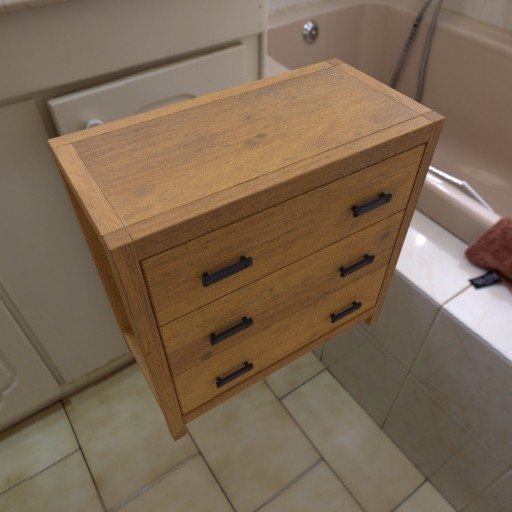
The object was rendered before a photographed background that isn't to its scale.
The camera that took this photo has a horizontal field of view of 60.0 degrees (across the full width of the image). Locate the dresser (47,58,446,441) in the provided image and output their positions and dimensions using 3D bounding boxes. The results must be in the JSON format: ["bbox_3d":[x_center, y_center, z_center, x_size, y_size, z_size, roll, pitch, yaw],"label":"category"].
[{"bbox_3d":[0.000,0.000,1.273,0.804,0.804,0.427,-25,51,-22],"label":"dresser"}]
